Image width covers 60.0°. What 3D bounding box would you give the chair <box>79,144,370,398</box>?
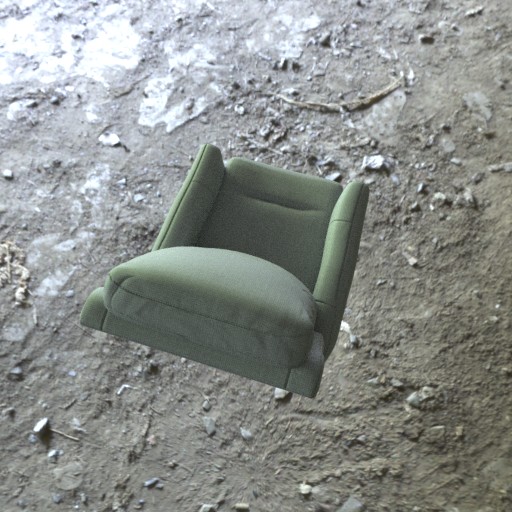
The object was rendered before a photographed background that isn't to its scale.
[{"bbox_3d":[0.000,0.000,1.773,0.829,1.030,1.080,16,65,8],"label":"chair"}]
